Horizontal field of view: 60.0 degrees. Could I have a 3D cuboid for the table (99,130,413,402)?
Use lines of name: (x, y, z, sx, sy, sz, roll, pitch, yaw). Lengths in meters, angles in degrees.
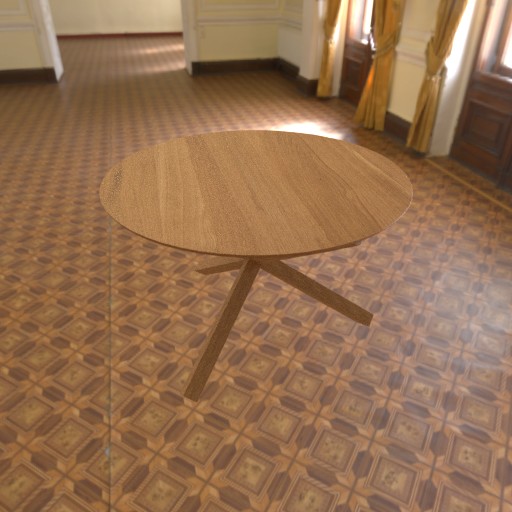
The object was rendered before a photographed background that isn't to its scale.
table: (0.000, 0.000, 1.709, 1.038, 0.666, 1.038, 0, 33, 0)
